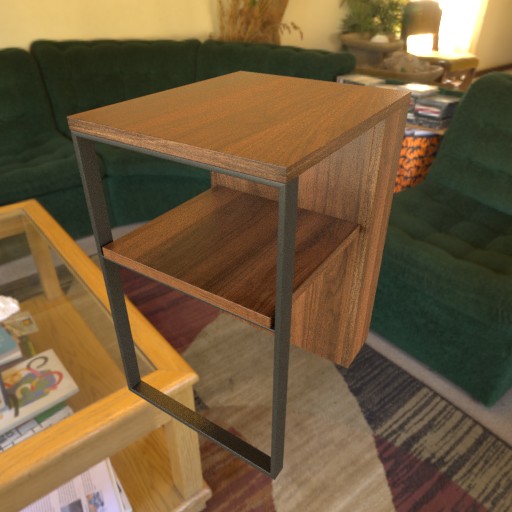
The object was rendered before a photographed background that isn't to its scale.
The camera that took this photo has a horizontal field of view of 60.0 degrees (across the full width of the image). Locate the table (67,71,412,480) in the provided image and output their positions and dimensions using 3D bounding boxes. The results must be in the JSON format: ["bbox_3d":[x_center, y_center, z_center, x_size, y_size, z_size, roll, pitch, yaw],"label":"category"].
[{"bbox_3d":[0.000,0.000,1.552,0.660,1.041,0.786,19,37,28],"label":"table"}]
